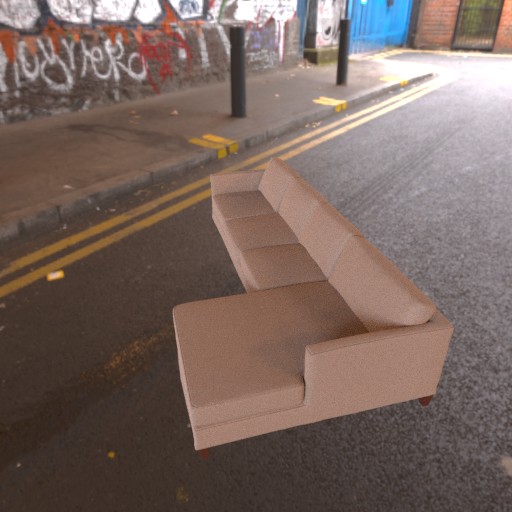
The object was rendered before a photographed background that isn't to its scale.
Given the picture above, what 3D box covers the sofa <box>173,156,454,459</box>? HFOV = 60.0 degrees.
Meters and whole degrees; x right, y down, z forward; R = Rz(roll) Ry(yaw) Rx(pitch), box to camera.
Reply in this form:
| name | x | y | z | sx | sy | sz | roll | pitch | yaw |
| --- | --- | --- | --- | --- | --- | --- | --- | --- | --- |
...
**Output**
| name | x | y | z | sx | sy | sz | roll | pitch | yaw |
| --- | --- | --- | --- | --- | --- | --- | --- | --- | --- |
| sofa | 0.000 | 0.000 | 3.922 | 1.625 | 0.861 | 3.186 | -8 | 30 | -13 |
